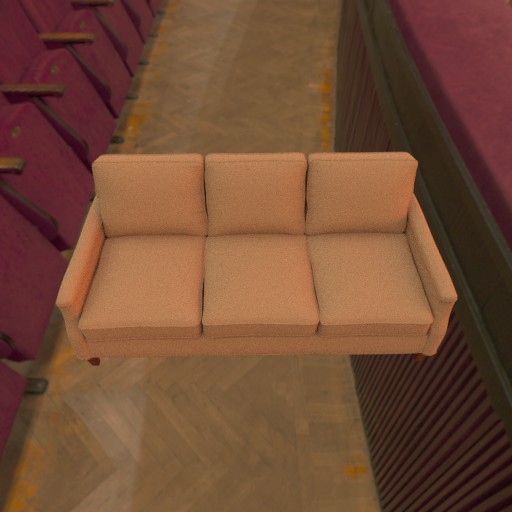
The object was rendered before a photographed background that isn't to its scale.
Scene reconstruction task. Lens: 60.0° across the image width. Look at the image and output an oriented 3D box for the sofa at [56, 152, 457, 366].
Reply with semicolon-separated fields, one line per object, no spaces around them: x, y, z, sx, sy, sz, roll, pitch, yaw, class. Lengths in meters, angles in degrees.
0.000;0.000;2.855;2.246;1.003;1.084;-1;47;-1;sofa
